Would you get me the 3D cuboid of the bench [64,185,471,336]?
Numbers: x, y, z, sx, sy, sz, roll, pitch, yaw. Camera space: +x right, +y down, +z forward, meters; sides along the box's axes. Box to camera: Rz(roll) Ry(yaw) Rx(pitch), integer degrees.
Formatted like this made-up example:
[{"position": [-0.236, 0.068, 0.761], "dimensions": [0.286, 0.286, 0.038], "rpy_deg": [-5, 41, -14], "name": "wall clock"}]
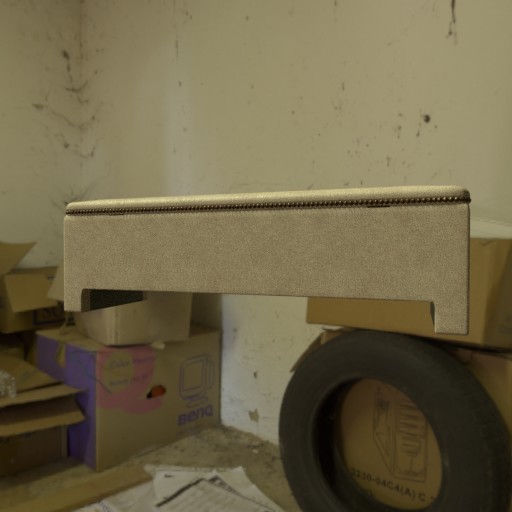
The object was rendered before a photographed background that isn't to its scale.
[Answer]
[{"position": [0.000, 0.000, 1.732], "dimensions": [1.482, 0.447, 0.470], "rpy_deg": [0, 1, 20], "name": "bench"}]
